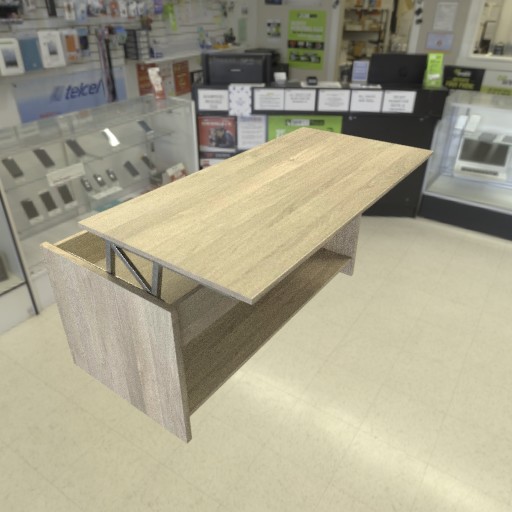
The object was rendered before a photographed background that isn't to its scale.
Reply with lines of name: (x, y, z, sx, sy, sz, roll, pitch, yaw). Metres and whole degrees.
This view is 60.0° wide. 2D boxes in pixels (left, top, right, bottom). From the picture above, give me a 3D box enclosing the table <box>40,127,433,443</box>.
table: (0.000, 0.000, 1.434, 0.712, 0.570, 1.000, 21, 37, 30)
